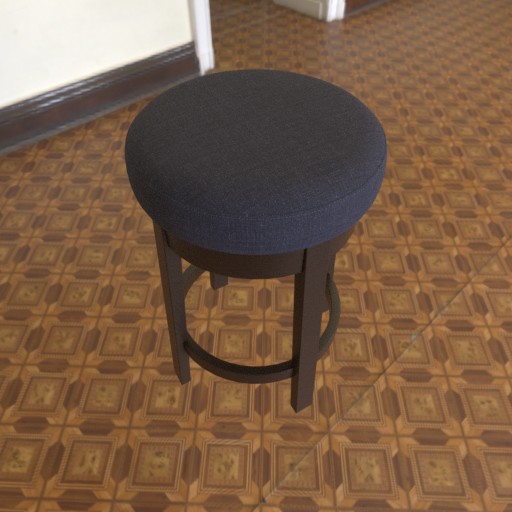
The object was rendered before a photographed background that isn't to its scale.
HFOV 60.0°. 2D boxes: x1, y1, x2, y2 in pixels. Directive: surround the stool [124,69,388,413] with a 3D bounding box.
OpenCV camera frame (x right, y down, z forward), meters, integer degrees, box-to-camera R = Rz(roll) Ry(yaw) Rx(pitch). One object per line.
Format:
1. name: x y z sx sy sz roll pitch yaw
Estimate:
1. stool: 0.000 0.000 0.942 0.449 0.655 0.449 0 47 0
